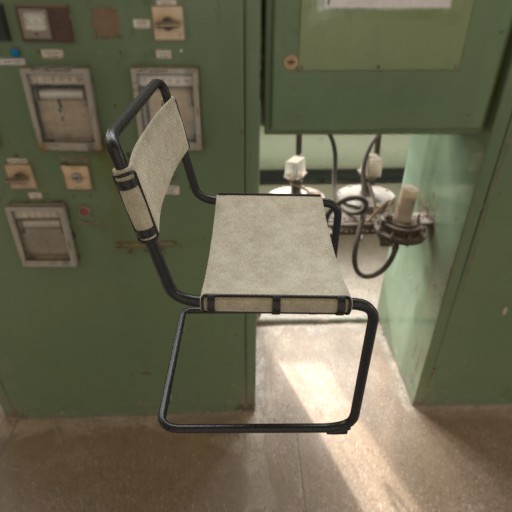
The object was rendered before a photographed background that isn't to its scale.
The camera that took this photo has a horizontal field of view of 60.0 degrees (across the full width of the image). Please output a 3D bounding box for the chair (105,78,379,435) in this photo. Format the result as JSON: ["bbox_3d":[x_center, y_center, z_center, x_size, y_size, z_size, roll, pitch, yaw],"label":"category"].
[{"bbox_3d":[0.000,0.000,1.085,0.497,0.747,0.499,0,33,0],"label":"chair"}]
